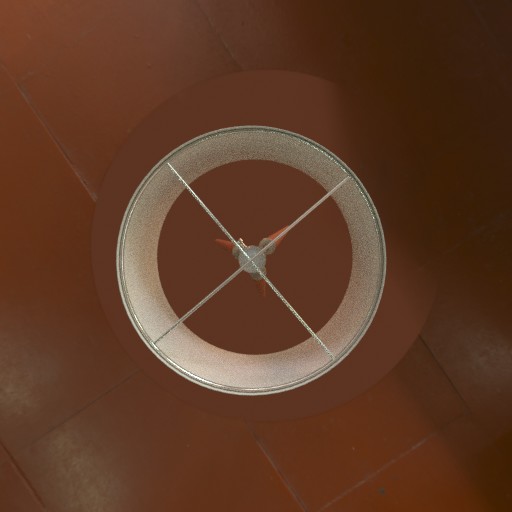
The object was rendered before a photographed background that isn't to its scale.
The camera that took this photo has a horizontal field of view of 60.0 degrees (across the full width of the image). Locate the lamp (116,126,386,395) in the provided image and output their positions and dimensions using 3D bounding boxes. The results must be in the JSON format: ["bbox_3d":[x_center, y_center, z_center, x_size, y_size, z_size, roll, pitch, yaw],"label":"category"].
[{"bbox_3d":[0.000,0.000,0.935,0.355,0.709,0.354,0,91,1],"label":"lamp"}]
